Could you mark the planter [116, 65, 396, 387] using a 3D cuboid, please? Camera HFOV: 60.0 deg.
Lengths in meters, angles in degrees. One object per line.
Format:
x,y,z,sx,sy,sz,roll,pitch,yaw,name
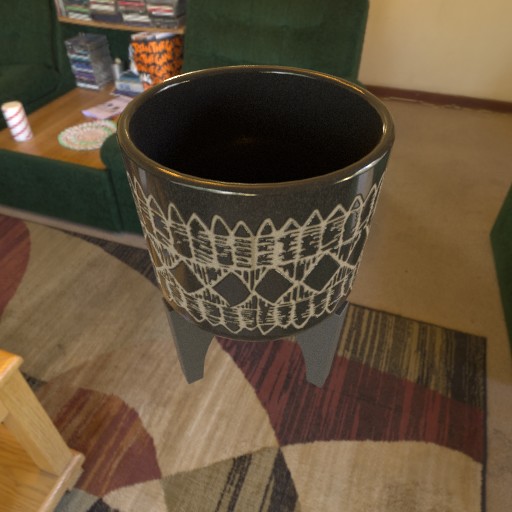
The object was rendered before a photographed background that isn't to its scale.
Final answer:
0.000,0.000,0.524,0.251,0.355,0.251,1,42,1,planter
